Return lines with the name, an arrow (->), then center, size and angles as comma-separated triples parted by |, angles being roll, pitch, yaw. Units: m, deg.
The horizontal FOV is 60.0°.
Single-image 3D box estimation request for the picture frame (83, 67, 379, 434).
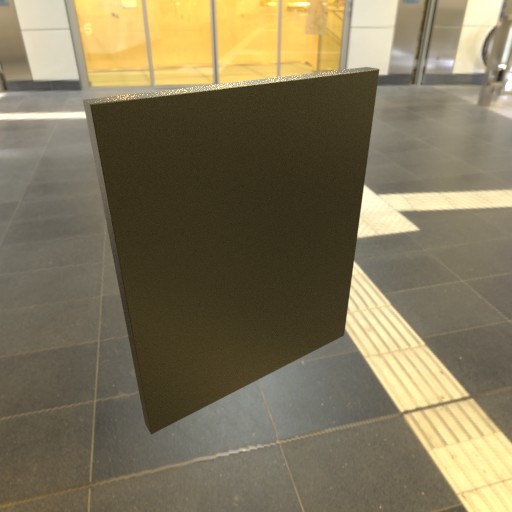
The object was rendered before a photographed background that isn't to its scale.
picture frame -> 0.000, 0.000, 0.750 | 0.460, 0.556, 0.028 | -19, 36, -29
